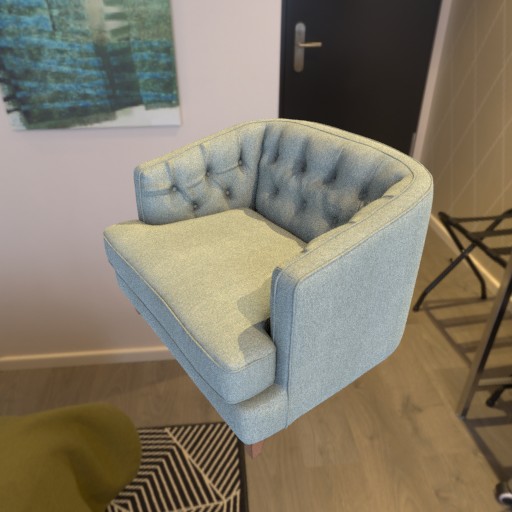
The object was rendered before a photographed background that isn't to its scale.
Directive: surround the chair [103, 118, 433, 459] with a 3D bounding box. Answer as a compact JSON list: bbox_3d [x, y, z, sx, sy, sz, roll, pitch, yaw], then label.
[{"bbox_3d":[0.000,0.000,1.784,0.945,0.852,1.094,-21,37,-30],"label":"chair"}]
